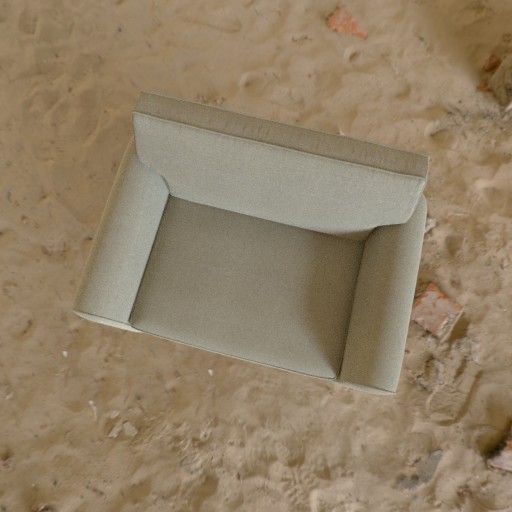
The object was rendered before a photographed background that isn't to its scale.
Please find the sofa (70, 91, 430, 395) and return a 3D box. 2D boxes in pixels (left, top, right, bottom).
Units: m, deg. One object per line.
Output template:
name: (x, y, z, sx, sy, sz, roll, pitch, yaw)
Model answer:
sofa: (0.000, 0.000, 2.044, 1.405, 0.991, 0.936, 14, 77, 3)
